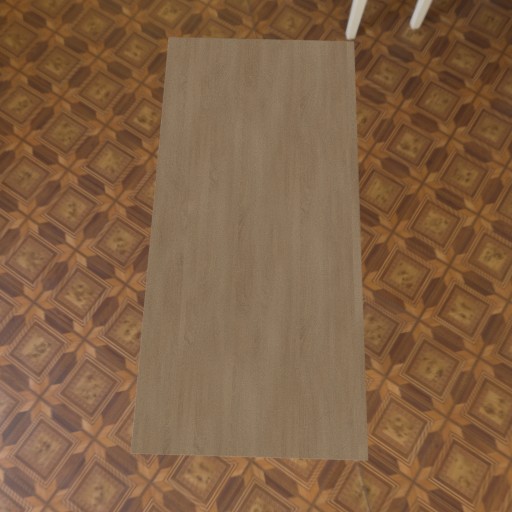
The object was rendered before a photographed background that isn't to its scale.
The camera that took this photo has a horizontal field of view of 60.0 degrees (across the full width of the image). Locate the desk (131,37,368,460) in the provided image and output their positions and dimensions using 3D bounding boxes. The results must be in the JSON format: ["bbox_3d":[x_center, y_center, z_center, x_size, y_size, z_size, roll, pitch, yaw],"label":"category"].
[{"bbox_3d":[0.000,0.000,1.648,0.600,0.770,1.251,2,75,0],"label":"desk"}]
